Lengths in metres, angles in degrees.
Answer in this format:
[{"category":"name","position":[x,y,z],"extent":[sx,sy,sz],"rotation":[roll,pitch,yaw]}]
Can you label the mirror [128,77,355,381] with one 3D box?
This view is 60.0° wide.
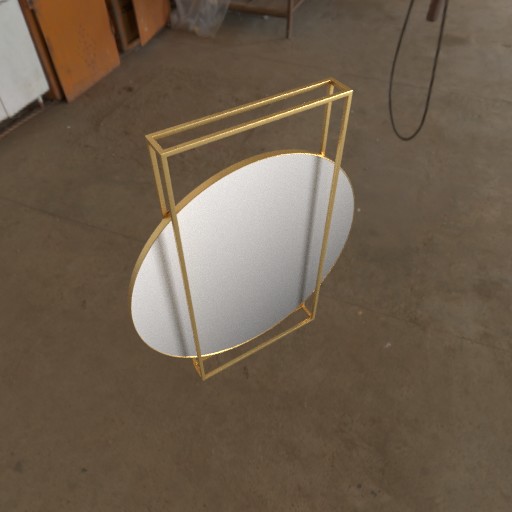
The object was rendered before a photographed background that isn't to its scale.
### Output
[{"category":"mirror","position":[0.000,0.000,0.848],"extent":[0.508,0.603,0.051],"rotation":[-25,52,-21]}]
